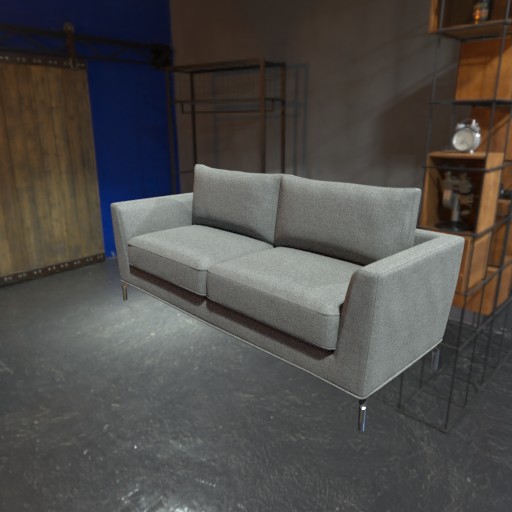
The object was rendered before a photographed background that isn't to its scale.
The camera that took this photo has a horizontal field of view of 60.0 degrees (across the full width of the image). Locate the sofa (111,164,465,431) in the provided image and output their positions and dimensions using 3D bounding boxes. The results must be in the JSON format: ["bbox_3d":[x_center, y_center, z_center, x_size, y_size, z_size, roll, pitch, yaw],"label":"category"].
[{"bbox_3d":[0.000,0.000,2.806,0.869,1.002,2.212,-16,23,-42],"label":"sofa"}]
